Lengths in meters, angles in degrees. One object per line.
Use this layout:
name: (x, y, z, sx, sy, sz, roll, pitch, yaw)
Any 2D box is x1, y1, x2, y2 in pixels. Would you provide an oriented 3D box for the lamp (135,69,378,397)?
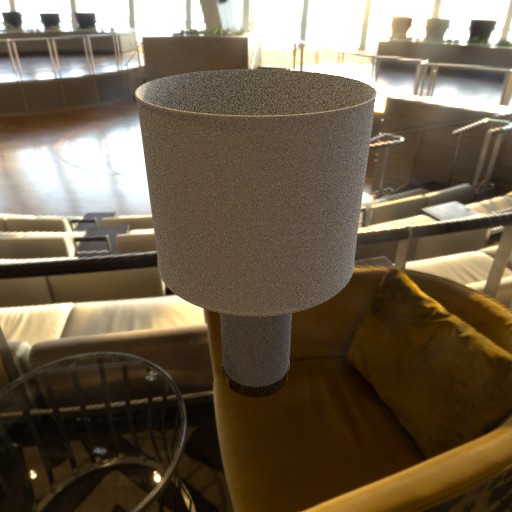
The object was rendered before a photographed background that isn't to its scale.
lamp: (0.000, 0.000, 0.526, 0.229, 0.380, 0.229, 0, 31, 0)
